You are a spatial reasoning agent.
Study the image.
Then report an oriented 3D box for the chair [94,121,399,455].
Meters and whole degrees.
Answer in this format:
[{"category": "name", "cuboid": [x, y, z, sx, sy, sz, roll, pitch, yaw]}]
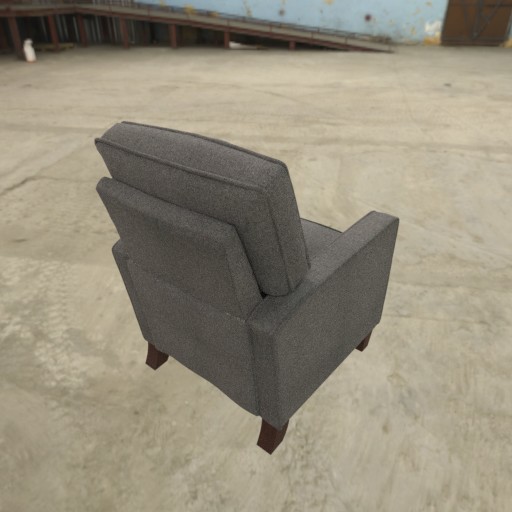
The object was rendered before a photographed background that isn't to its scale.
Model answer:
[{"category": "chair", "cuboid": [0.000, 0.000, 1.441, 0.650, 0.889, 0.775, 23, 38, 33]}]
